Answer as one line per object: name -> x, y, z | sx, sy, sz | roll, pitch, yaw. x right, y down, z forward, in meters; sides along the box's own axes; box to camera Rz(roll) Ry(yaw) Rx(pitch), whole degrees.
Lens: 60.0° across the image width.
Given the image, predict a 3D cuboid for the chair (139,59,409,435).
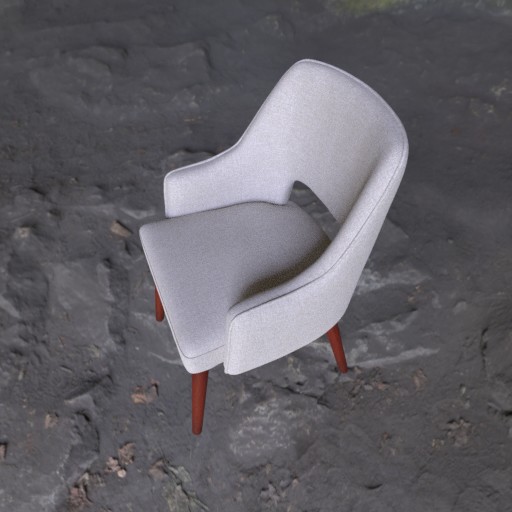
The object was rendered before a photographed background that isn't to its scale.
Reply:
chair -> 0.000, 0.000, 1.189 | 0.580, 0.840, 0.560 | -17, 50, -15
